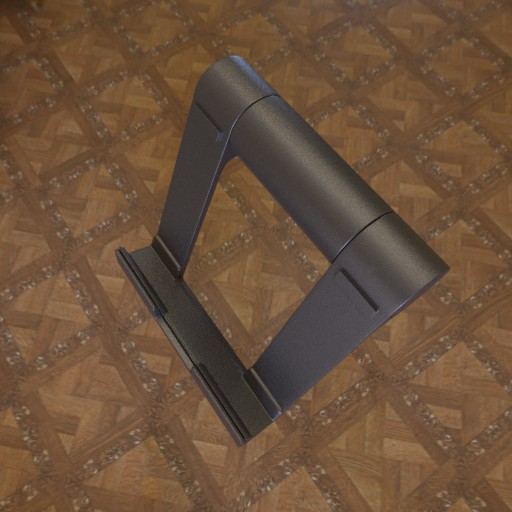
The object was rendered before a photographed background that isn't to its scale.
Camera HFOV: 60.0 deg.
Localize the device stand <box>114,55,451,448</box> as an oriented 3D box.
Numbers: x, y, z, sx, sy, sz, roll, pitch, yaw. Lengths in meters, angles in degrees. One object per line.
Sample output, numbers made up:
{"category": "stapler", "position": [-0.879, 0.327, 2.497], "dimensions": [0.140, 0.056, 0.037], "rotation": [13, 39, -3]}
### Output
{"category": "device stand", "position": [0.000, 0.000, 0.149], "dimensions": [0.079, 0.084, 0.088], "rotation": [-33, 70, -14]}
